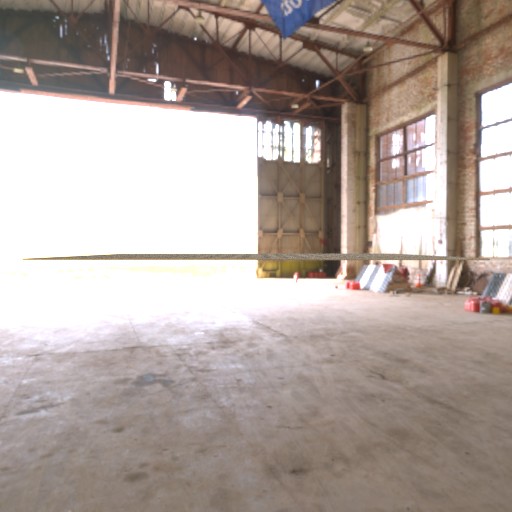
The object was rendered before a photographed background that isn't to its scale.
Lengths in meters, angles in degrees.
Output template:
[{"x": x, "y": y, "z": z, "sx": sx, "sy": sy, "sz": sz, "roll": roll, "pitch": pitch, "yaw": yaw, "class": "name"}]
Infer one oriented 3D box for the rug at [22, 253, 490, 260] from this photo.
[{"x": 0.000, "y": 0.000, "z": 2.339, "sx": 1.828, "sy": 0.007, "sz": 1.220, "roll": 0, "pitch": 1, "yaw": 0, "class": "rug"}]
